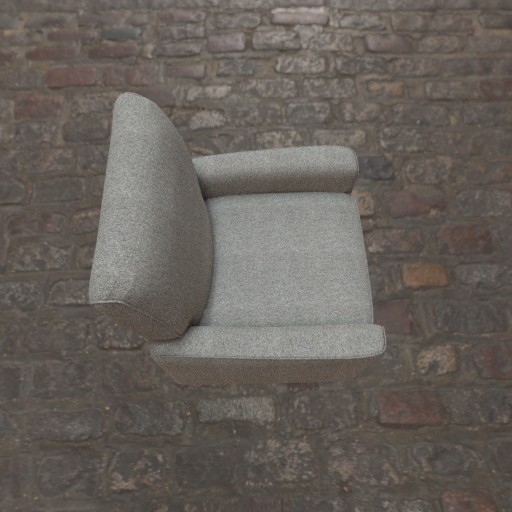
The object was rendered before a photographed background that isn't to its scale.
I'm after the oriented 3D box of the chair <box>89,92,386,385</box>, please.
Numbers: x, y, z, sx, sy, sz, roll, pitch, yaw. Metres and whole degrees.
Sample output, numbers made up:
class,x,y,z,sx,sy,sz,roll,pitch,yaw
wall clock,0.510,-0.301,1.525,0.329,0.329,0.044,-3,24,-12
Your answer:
class,x,y,z,sx,sy,sz,roll,pitch,yaw
chair,0.000,0.000,1.643,0.858,1.028,0.841,-2,65,-1
